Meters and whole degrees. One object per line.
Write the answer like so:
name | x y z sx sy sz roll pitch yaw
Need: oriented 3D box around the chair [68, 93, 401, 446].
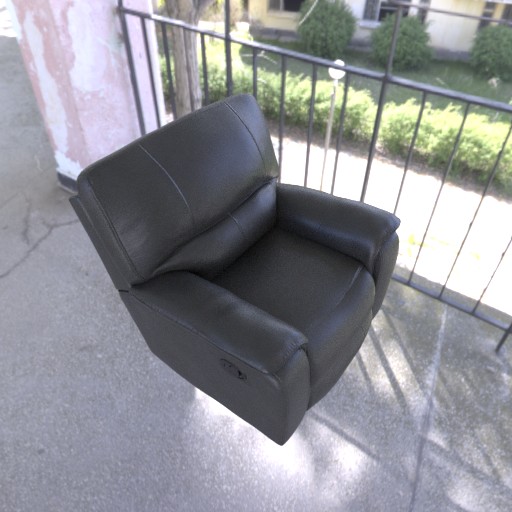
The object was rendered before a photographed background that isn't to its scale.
chair | 0.000 0.000 2.044 1.087 1.109 1.096 26 48 26
